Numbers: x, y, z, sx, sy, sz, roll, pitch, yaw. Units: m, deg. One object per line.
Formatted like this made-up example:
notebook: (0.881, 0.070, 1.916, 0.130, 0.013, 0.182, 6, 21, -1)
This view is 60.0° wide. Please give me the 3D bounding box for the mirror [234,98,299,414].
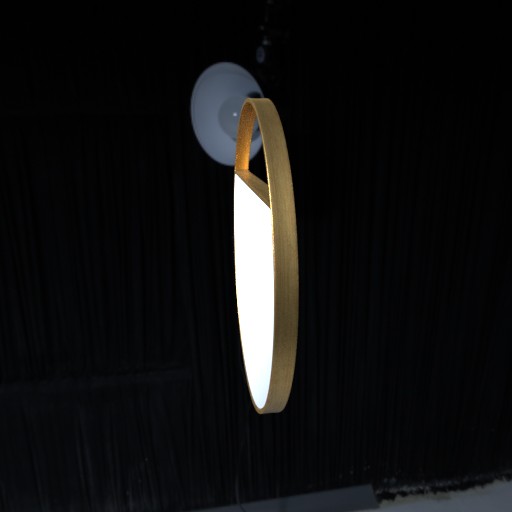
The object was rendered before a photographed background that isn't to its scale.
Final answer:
mirror: (0.000, 0.000, 0.843, 0.032, 0.565, 0.565, -2, 16, -8)
